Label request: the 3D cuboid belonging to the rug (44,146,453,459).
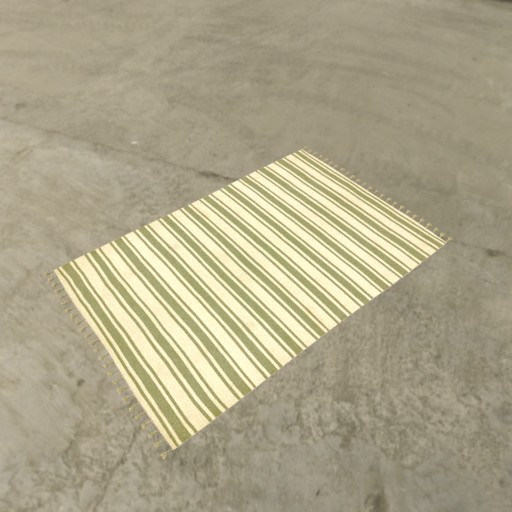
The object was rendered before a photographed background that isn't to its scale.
[{"bbox_3d":[0.000,0.000,3.078,2.435,0.018,1.540,-31,54,-25],"label":"rug"}]
